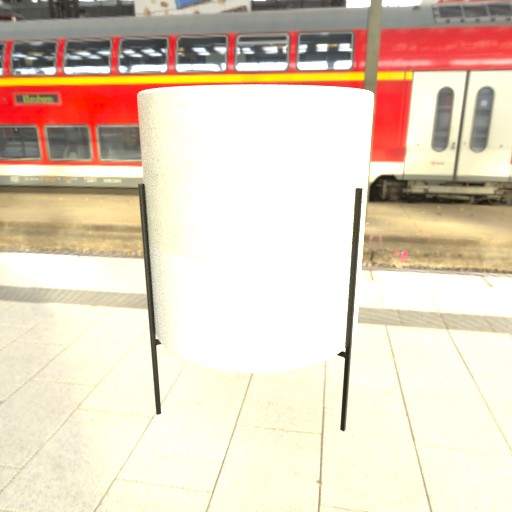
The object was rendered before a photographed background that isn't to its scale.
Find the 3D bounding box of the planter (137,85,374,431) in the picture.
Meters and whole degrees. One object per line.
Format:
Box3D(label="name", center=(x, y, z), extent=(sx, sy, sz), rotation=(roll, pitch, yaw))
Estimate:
Box3D(label="planter", center=(0.000, 0.000, 0.698), extent=(0.324, 0.483, 0.333), rotation=(2, 17, 7))
